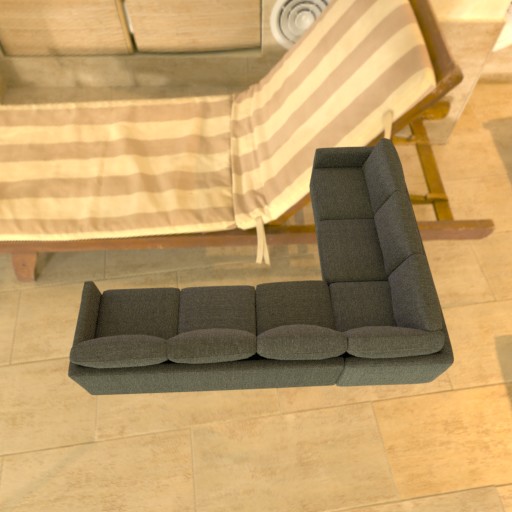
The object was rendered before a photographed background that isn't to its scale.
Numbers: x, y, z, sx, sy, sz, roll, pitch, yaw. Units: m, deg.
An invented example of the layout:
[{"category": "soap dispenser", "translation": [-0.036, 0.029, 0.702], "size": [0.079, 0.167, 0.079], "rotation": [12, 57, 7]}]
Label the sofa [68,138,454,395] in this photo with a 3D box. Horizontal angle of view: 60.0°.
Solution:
[{"category": "sofa", "translation": [0.000, 0.000, 4.573], "size": [3.302, 0.947, 2.593], "rotation": [-2, 58, -1]}]
